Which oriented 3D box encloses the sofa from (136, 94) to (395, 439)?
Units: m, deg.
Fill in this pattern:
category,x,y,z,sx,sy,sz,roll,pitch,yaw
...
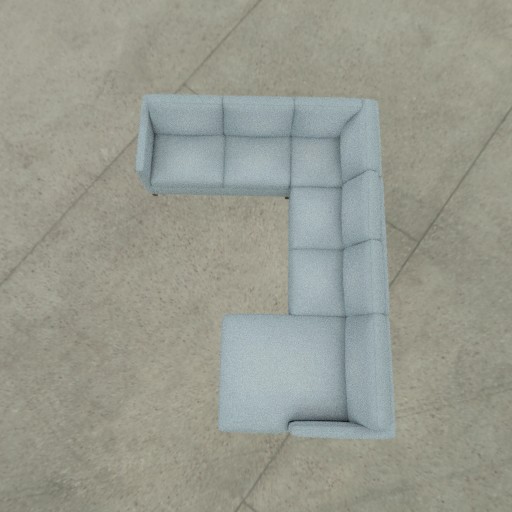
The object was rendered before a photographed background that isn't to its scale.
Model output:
category,x,y,z,sx,sy,sz,roll,pitch,yaw
sofa,0.000,0.000,4.526,2.551,0.889,3.403,1,75,0
